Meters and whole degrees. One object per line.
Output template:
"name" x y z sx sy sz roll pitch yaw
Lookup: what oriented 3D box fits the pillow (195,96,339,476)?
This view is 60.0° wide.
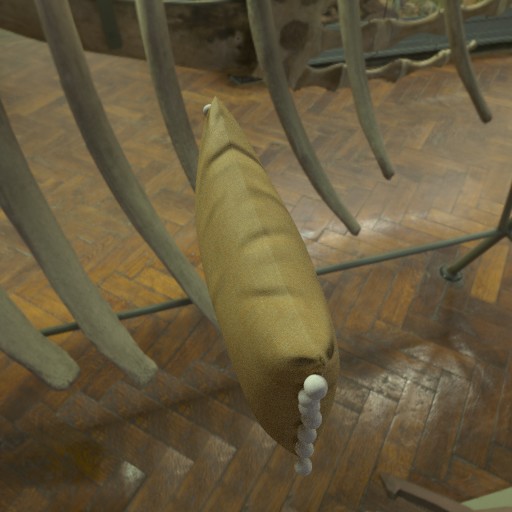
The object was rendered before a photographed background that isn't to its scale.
"pillow" 0.000 0.000 0.837 0.201 0.322 0.709 -11 47 -10
